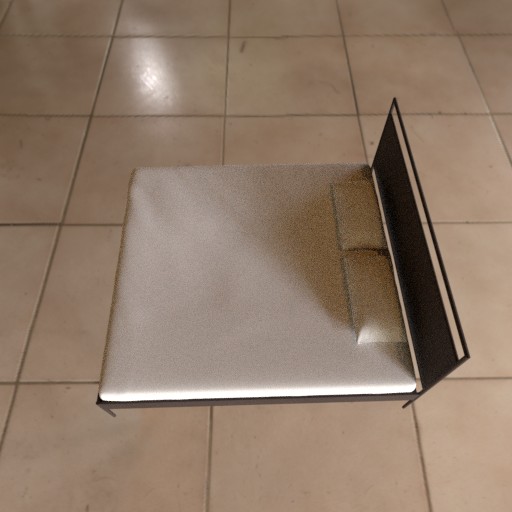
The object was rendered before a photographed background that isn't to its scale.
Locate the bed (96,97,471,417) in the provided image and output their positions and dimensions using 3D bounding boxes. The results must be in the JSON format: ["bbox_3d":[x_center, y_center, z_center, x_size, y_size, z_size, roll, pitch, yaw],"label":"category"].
[{"bbox_3d":[0.000,0.000,3.268,2.151,1.173,1.993,-1,59,-1],"label":"bed"}]
